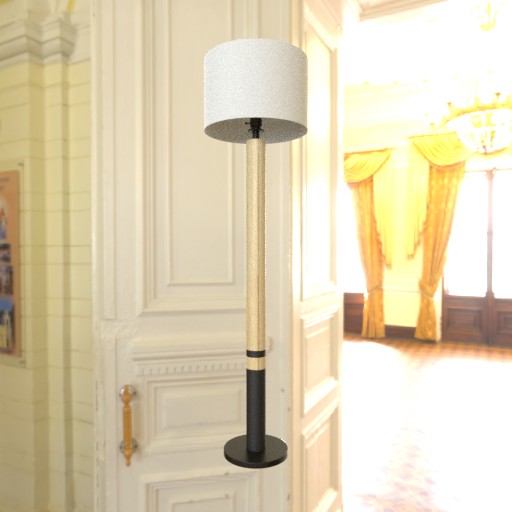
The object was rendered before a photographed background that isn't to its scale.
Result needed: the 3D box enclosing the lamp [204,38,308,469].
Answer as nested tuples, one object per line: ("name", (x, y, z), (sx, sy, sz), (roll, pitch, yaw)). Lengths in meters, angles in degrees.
("lamp", (0.000, 0.000, 1.651), (0.381, 1.478, 0.381), (0, 1, -17))
